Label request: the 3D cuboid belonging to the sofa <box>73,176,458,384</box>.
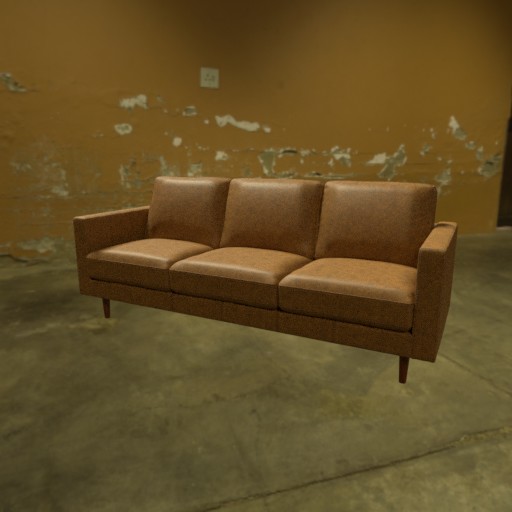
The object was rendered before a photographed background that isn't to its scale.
[{"bbox_3d":[0.000,0.000,2.772,2.231,0.930,0.903,6,14,26],"label":"sofa"}]
